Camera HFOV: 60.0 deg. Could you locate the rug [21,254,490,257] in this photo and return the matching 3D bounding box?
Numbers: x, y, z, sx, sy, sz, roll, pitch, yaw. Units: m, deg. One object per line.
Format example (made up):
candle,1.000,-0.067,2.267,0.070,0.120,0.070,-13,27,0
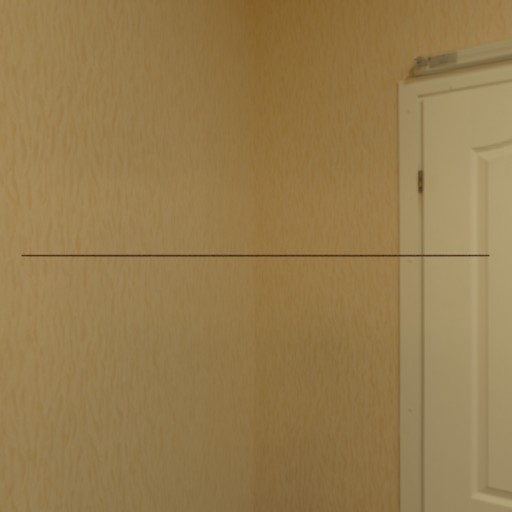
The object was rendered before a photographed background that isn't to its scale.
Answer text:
rug,0.000,0.000,4.216,3.197,0.013,2.381,0,0,1
